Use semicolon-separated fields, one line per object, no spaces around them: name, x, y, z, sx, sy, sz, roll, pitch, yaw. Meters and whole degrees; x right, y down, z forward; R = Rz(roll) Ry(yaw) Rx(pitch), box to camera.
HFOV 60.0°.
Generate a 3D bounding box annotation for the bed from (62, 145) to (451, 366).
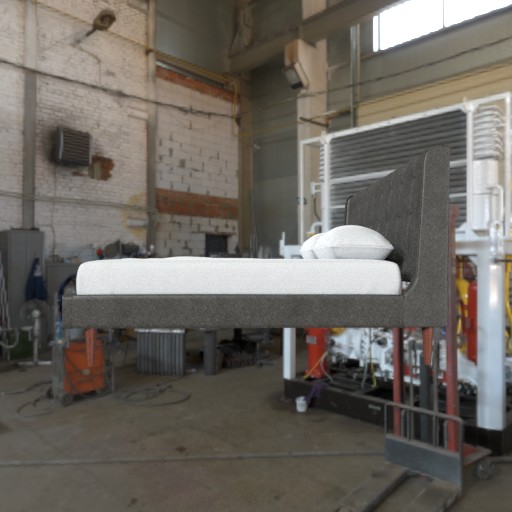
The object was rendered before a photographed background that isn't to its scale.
bed;0.000;0.000;3.241;2.031;1.158;1.903;0;0;-1
